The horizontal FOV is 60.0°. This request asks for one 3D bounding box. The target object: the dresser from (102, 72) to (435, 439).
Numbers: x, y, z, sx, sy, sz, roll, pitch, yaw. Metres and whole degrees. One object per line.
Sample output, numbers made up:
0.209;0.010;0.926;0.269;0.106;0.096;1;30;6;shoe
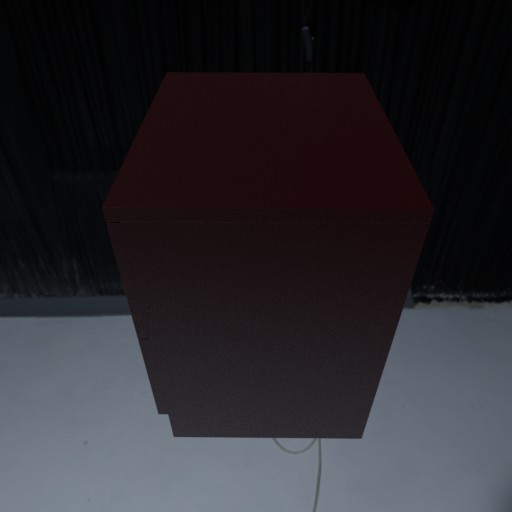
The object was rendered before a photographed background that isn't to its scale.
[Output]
0.000;0.000;0.748;0.360;0.470;0.400;0;41;0;dresser
